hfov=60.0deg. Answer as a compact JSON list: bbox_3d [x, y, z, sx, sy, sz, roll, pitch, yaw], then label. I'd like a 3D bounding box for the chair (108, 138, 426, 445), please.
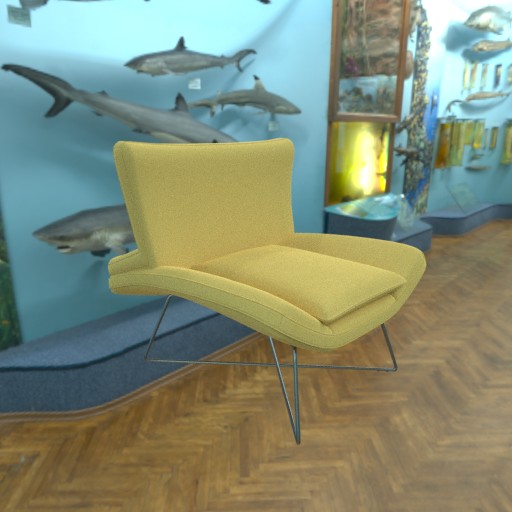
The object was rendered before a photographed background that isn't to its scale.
[{"bbox_3d":[0.000,0.000,1.692,1.008,0.855,0.859,15,22,43],"label":"chair"}]
